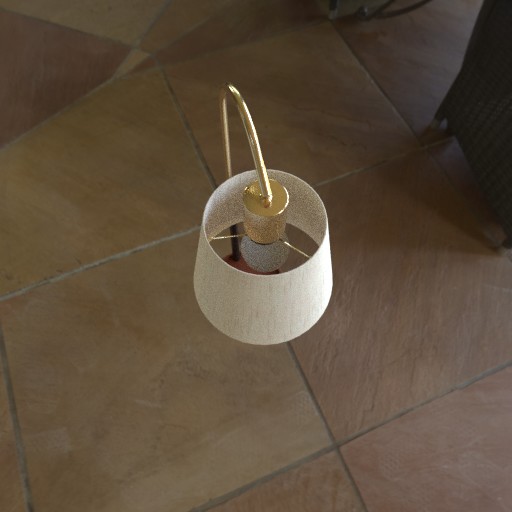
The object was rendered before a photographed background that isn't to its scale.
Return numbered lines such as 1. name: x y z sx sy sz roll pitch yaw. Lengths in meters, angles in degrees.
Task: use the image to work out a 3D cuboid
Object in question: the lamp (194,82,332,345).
1. lamp: 0.000 0.000 0.677 0.211 0.536 0.273 -18 65 -9
